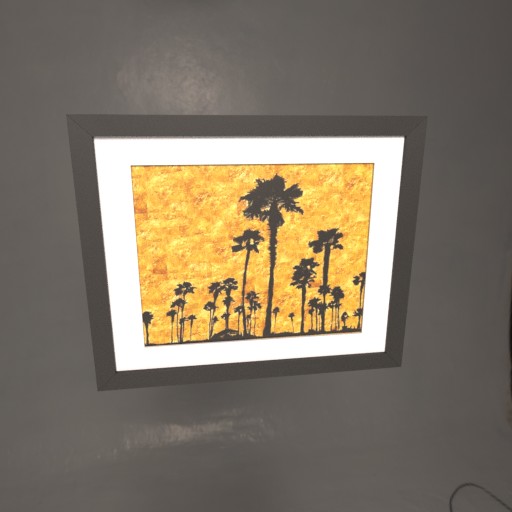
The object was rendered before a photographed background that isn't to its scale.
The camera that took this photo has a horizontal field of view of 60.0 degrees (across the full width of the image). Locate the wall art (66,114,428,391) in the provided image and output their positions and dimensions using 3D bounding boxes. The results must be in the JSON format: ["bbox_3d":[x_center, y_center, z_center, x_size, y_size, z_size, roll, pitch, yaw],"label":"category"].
[{"bbox_3d":[0.000,0.000,0.759,0.561,0.460,0.028,-2,17,-8],"label":"wall art"}]
